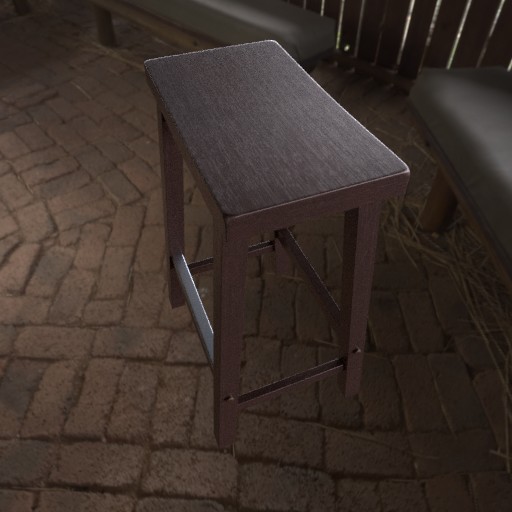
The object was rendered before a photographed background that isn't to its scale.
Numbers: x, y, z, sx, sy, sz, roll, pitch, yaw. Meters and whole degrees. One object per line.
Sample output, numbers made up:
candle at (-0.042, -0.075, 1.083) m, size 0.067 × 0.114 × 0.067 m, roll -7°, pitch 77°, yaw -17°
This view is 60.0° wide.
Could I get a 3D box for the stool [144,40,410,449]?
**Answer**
stool at (0.000, 0.000, 0.836) m, size 0.322 × 0.610 × 0.406 m, roll -16°, pitch 49°, yaw -15°
